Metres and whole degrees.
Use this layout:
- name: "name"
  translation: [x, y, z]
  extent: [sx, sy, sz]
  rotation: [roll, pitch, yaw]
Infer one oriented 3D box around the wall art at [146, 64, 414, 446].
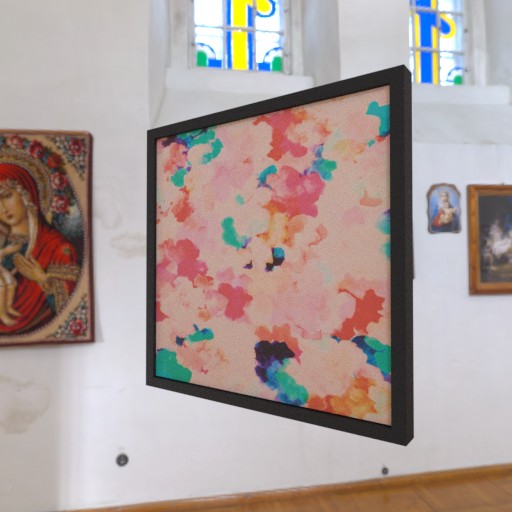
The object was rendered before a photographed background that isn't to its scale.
- name: "wall art"
  translation: [0.000, 0.000, 0.744]
  extent: [0.506, 0.503, 0.036]
  rotation: [-1, -1, 35]
